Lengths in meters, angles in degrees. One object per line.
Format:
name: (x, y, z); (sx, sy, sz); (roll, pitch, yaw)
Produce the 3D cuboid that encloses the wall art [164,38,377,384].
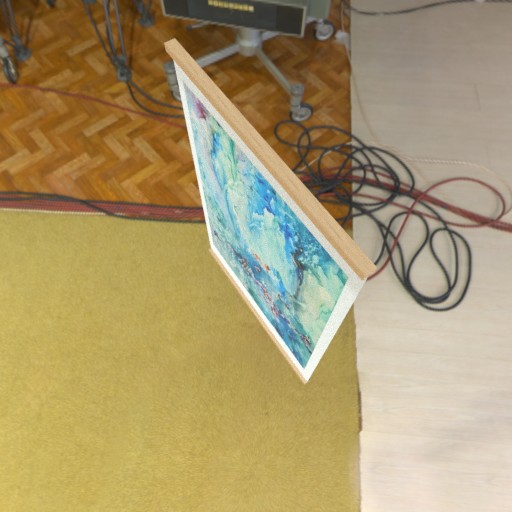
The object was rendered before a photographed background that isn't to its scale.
wall art: (0.000, 0.000, 0.783); (0.016, 0.611, 0.401); (-32, 68, -14)
